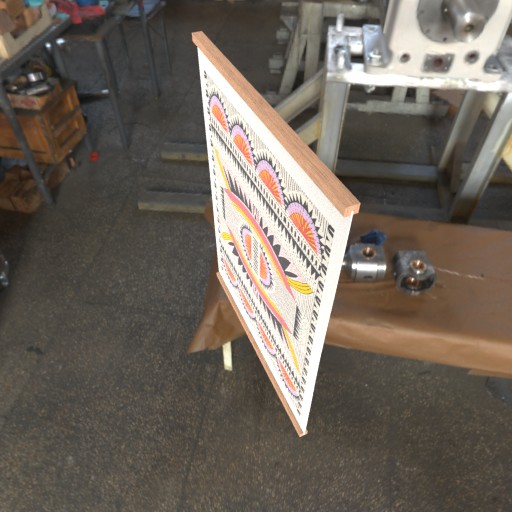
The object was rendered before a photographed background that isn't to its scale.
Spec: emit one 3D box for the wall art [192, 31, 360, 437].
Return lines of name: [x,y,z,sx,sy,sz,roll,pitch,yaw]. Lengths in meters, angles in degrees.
wall art: [0.000,0.000,1.327,0.028,1.016,0.765,-19,51,-16]
